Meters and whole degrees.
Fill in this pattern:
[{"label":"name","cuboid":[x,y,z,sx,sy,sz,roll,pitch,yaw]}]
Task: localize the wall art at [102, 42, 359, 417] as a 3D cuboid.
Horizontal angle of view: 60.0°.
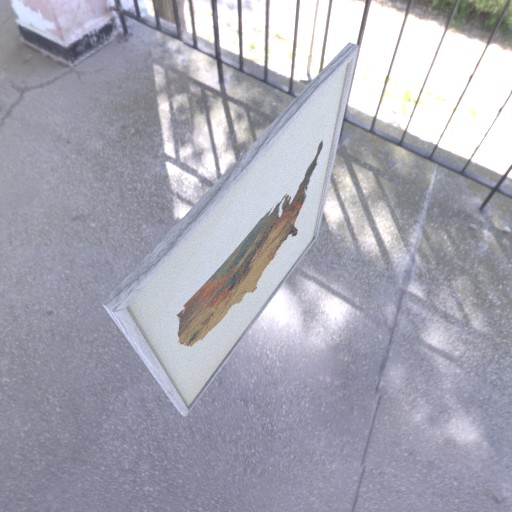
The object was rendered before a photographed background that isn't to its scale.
[{"label":"wall art","cuboid":[0.000,0.000,0.754,0.016,0.507,0.508,30,64,17]}]
